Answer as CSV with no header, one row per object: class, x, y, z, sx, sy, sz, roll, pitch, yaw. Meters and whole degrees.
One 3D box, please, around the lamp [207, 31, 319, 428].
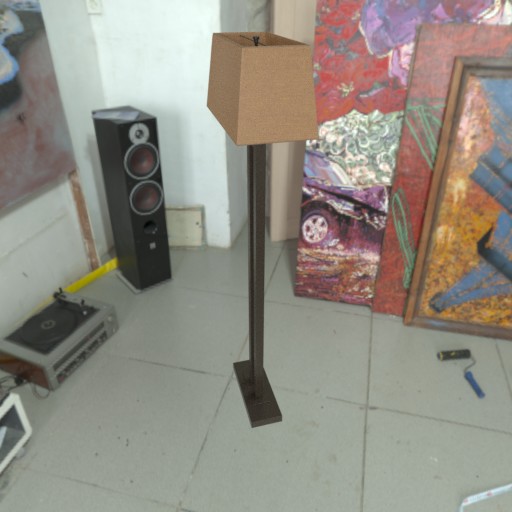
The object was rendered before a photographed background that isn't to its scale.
lamp,0.000,0.000,1.649,0.233,1.469,0.475,-8,32,-13
